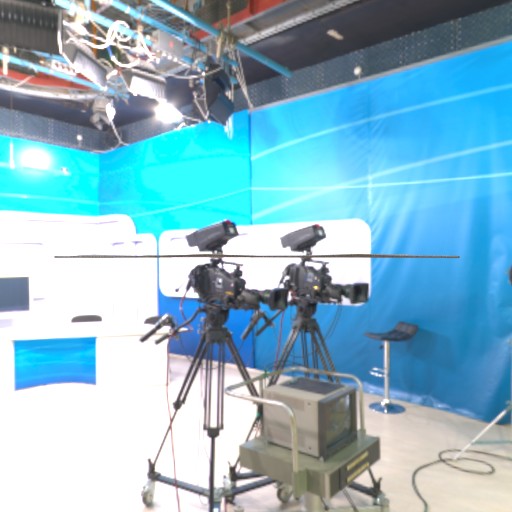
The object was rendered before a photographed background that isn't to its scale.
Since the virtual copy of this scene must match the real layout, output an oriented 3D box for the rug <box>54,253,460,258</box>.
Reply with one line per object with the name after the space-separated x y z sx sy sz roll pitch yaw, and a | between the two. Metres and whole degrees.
0.000 0.000 4.306 2.428 0.027 3.333 0 0 0 | rug
